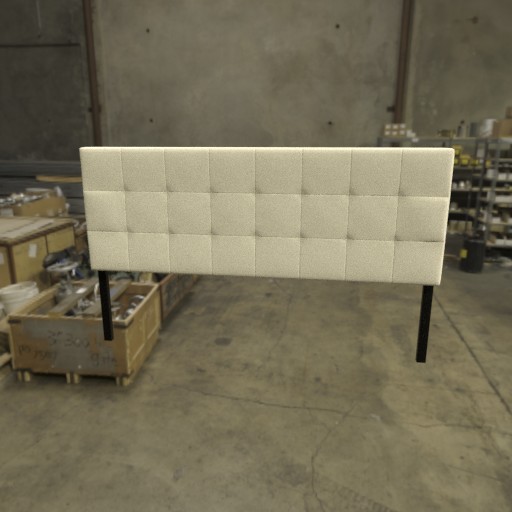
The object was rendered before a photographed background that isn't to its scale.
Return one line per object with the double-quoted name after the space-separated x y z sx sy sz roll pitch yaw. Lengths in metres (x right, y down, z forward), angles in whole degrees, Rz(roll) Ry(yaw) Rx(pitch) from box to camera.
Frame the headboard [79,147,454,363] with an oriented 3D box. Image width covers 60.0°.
0.000 0.000 2.962 2.362 1.410 0.120 2 15 8 "headboard"
